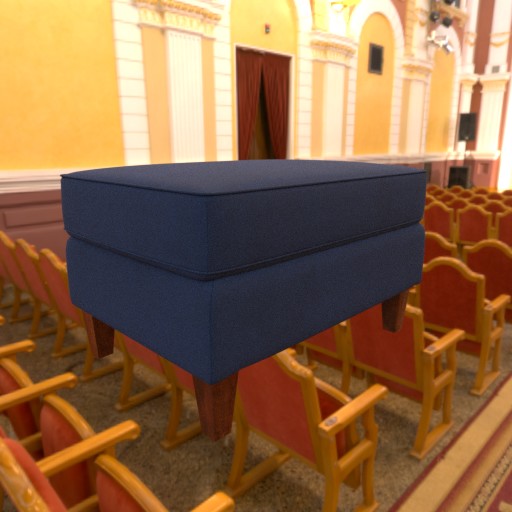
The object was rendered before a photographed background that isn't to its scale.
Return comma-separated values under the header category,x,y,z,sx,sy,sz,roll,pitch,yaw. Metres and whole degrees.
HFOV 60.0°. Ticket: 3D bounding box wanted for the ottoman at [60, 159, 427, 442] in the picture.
category,x,y,z,sx,sy,sz,roll,pitch,yaw
ottoman,0.000,0.000,1.403,0.686,0.584,0.965,14,20,43
